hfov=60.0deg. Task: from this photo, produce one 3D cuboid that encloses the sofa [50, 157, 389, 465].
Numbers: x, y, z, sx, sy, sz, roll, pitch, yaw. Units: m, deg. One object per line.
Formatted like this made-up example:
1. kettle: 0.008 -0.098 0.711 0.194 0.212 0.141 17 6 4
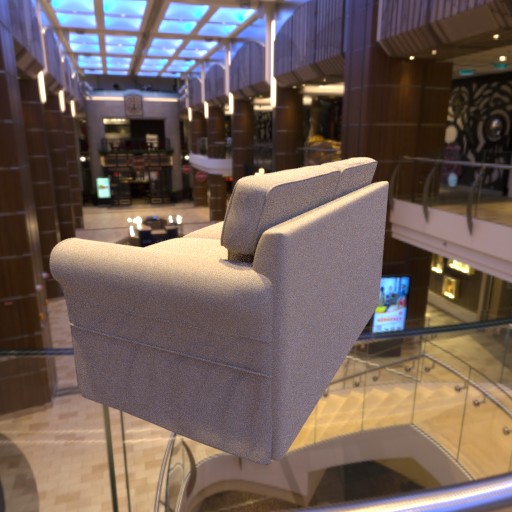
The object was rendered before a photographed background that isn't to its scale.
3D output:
1. sofa: 0.000 0.000 2.268 0.991 0.940 1.727 7 17 25
